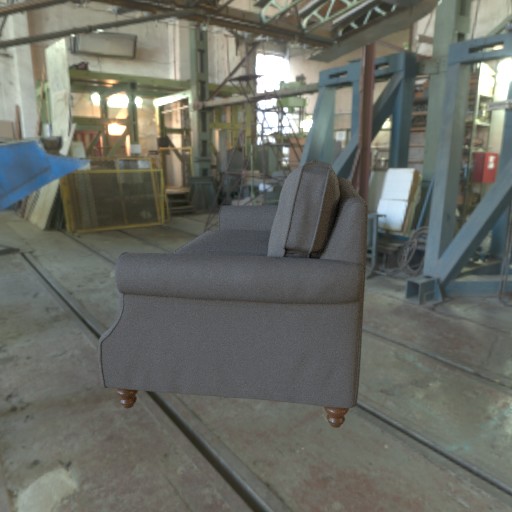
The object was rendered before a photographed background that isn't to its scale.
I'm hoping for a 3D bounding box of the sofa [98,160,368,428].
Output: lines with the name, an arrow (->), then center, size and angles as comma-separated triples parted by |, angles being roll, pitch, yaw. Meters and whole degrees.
sofa -> 0.000, 0.000, 2.236 | 0.964, 0.937, 1.665 | 2, 13, 9
